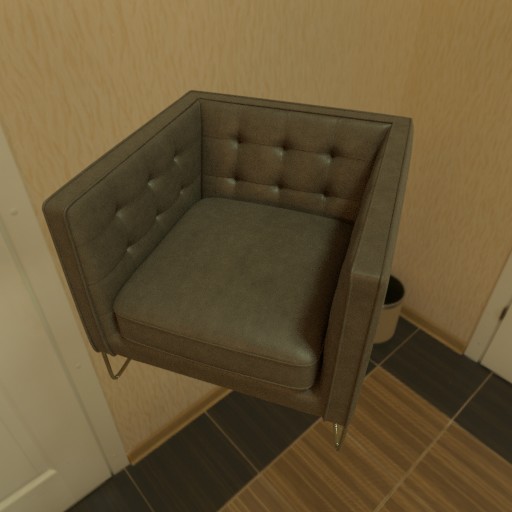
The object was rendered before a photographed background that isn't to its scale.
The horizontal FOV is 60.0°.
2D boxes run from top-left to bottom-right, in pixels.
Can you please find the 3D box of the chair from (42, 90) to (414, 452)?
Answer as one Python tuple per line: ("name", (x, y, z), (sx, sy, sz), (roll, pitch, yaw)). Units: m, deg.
("chair", (0.000, 0.000, 1.553), (0.880, 0.790, 0.894), (12, 41, 15))
